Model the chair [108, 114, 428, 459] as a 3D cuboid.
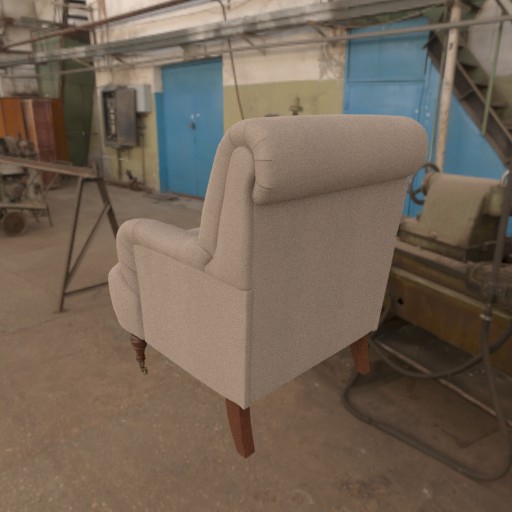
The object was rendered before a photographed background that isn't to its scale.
[{"bbox_3d":[0.000,0.000,1.542,0.766,0.942,0.842,-17,24,-41],"label":"chair"}]
